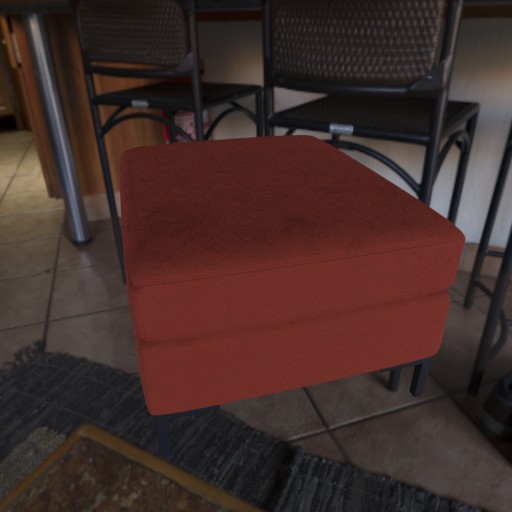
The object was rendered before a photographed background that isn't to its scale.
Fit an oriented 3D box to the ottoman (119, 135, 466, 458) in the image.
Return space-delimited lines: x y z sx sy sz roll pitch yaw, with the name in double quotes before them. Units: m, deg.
"ottoman" 0.000 0.000 1.174 0.650 0.462 0.782 -8 30 -14
